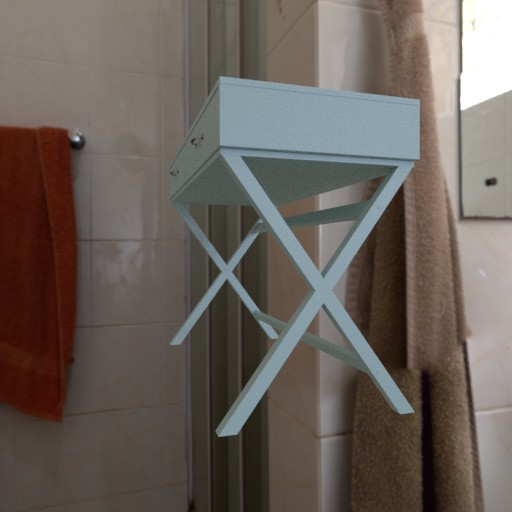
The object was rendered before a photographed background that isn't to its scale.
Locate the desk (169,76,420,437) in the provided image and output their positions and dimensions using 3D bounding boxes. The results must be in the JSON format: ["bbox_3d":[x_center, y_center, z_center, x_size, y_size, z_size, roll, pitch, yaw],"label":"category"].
[{"bbox_3d":[0.000,0.000,1.526,0.525,0.780,1.057,0,1,-17],"label":"desk"}]
